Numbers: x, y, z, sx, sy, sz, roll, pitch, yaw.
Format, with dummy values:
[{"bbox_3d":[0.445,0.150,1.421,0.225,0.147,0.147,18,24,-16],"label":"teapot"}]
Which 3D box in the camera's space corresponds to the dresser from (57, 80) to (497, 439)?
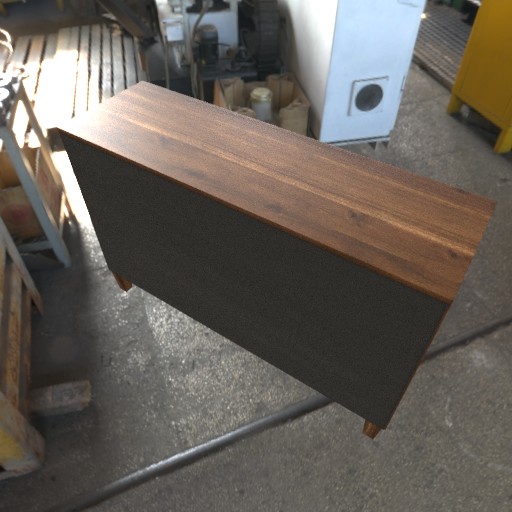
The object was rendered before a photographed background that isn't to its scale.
[{"bbox_3d":[0.000,0.000,1.740,1.387,0.892,0.438,26,52,22],"label":"dresser"}]
